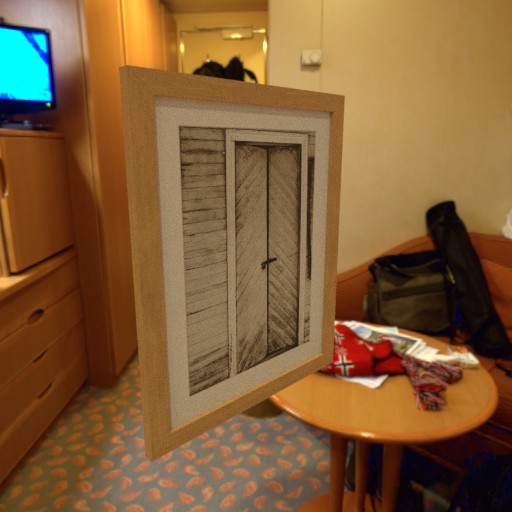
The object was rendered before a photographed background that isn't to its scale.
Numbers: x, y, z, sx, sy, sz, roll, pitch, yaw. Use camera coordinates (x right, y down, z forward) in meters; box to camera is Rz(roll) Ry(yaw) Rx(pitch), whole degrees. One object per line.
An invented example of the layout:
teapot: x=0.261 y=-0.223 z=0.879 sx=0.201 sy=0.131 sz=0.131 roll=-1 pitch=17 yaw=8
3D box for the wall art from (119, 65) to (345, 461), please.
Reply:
wall art: x=0.000 y=0.000 z=0.770 sx=0.460 sy=0.561 sz=0.020 roll=-13 pitch=19 yaw=-43
